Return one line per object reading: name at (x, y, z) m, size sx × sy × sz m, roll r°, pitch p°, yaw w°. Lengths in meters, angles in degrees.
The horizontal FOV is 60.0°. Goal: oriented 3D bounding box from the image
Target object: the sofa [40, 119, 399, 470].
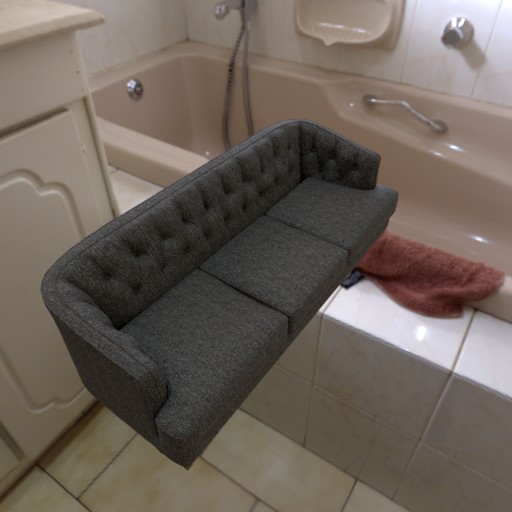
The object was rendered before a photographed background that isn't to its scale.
sofa at (0.000, 0.000, 2.668) m, size 0.941 × 0.855 × 2.278 m, roll 25°, pitch 46°, yaw 26°
